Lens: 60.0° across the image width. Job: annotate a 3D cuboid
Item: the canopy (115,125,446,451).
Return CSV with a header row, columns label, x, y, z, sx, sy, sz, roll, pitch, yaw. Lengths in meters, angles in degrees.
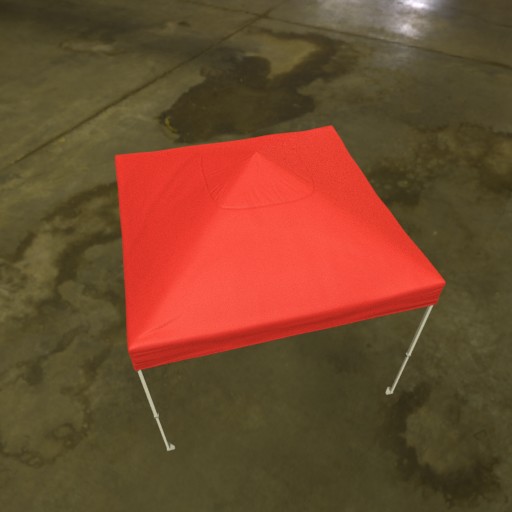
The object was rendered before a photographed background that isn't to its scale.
label,x,y,z,sx,sy,sz,roll,pitch,yaw
canopy,0.000,0.000,5.484,2.998,2.997,2.996,-11,47,-10
